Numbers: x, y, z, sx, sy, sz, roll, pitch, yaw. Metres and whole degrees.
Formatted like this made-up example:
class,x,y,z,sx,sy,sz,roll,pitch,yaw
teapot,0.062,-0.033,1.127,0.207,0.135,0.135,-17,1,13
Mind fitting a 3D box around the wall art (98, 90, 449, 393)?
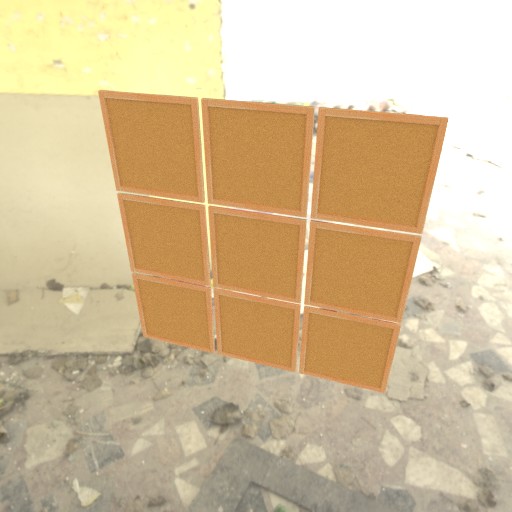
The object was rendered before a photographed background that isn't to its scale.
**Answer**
class,x,y,z,sx,sy,sz,roll,pitch,yaw
wall art,0.000,0.000,1.811,1.216,1.220,0.013,10,34,15
